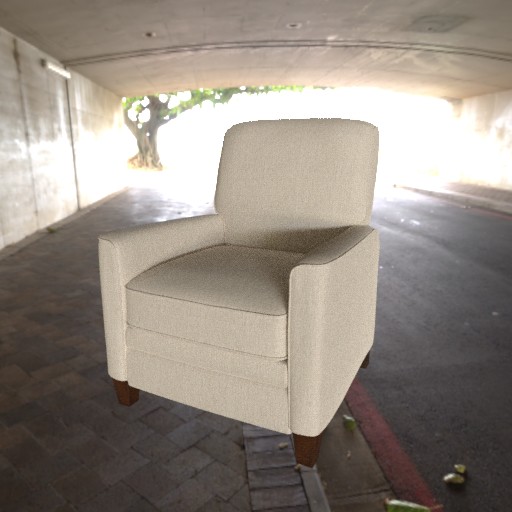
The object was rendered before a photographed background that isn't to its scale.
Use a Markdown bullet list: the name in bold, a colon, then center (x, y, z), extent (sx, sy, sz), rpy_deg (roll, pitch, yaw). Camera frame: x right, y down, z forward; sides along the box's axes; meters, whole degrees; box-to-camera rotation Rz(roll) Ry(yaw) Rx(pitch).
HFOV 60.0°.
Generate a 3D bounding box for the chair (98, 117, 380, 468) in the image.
- **chair**: center (0.000, 0.000, 1.660), extent (0.841, 1.028, 0.858), rpy_deg (7, 15, 26)
